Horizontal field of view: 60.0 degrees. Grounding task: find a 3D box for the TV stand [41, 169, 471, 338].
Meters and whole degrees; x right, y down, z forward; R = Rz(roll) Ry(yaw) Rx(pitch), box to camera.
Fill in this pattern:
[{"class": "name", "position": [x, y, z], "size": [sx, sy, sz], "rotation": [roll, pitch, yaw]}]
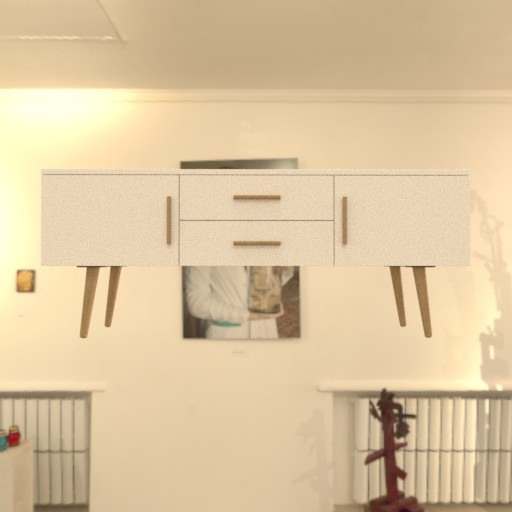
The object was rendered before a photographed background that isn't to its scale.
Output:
[{"class": "TV stand", "position": [0.000, 0.000, 1.621], "size": [1.398, 0.560, 0.401], "rotation": [0, -1, -1]}]
